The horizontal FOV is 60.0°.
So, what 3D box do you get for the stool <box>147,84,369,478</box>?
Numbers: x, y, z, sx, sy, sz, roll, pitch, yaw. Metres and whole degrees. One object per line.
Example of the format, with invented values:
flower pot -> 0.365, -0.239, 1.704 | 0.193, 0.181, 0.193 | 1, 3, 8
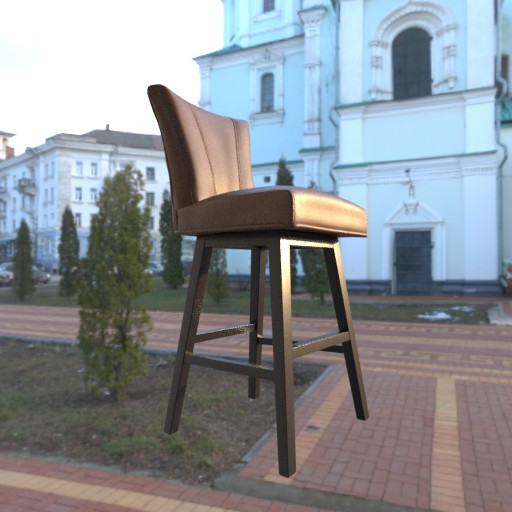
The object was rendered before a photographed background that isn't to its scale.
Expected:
stool -> 0.000, 0.000, 1.459 | 0.585, 1.094, 0.522 | -1, -1, 36
